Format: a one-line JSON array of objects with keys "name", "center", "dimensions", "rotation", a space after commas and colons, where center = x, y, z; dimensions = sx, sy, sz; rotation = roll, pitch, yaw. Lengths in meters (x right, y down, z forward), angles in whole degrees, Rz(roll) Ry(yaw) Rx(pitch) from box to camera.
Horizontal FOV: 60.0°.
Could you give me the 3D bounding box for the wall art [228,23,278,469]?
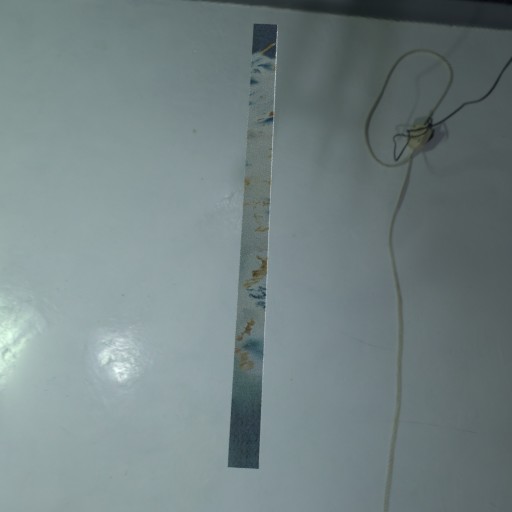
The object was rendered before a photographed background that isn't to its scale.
[{"name": "wall art", "center": [0.000, 0.000, 0.777], "dimensions": [0.036, 0.405, 0.607], "rotation": [3, 75, 1]}]
